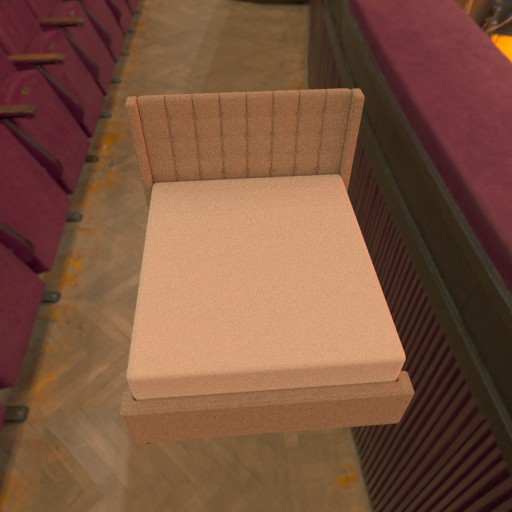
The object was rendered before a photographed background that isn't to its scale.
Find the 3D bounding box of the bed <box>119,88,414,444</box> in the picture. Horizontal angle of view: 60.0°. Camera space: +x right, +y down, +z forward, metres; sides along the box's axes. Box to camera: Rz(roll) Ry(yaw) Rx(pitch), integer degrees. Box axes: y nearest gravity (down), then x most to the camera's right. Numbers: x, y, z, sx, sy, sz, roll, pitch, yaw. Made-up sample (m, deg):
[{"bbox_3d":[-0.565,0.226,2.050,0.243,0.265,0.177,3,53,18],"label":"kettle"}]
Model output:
[{"bbox_3d":[0.000,0.000,3.680,2.045,1.743,2.370,-3,46,-3],"label":"bed"}]
